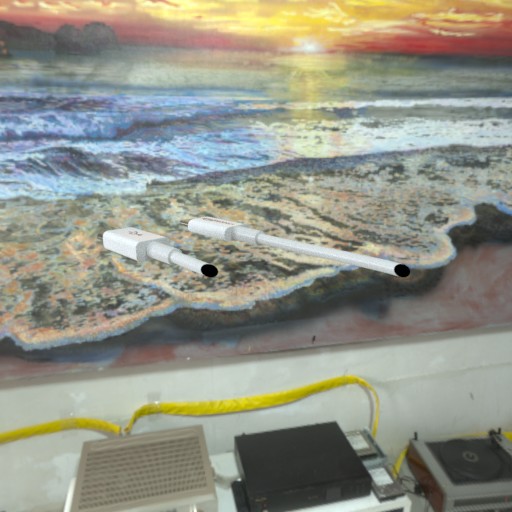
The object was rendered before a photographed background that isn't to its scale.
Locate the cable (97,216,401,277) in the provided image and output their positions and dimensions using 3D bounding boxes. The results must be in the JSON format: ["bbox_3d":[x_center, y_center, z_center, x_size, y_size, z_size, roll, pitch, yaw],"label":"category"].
[{"bbox_3d":[0.000,0.000,0.112,0.040,0.006,0.098,-14,21,-42],"label":"cable"}]
